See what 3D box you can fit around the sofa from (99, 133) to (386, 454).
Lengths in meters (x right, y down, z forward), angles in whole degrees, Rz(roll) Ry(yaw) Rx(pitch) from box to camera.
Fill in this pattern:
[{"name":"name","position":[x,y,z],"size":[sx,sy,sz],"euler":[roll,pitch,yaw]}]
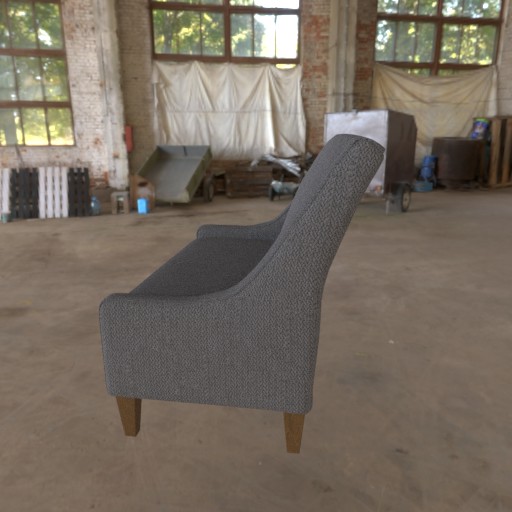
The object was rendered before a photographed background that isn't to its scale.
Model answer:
[{"name":"sofa","position":[0.000,0.000,1.921],"size":[0.873,1.022,1.242],"euler":[2,16,8]}]
